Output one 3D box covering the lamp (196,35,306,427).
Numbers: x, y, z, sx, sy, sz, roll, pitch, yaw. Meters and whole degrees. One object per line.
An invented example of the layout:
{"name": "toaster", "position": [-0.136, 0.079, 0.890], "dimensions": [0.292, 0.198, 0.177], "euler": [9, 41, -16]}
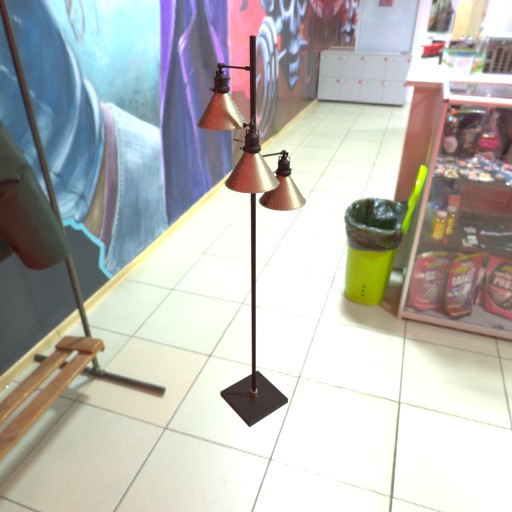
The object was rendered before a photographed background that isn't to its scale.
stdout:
{"name": "lamp", "position": [0.000, 0.000, 1.917], "dimensions": [0.415, 1.716, 0.428], "euler": [-22, 37, -32]}
